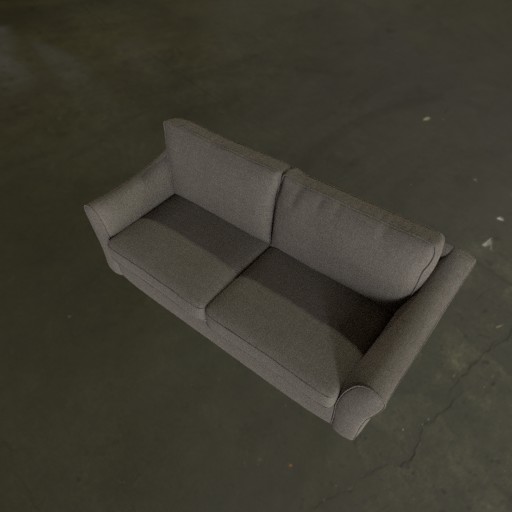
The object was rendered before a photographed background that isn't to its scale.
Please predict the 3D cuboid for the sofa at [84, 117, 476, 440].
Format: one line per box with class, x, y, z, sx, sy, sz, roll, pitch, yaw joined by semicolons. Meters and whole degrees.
sofa;0.000;0.000;2.751;2.203;0.976;1.013;30;54;25
